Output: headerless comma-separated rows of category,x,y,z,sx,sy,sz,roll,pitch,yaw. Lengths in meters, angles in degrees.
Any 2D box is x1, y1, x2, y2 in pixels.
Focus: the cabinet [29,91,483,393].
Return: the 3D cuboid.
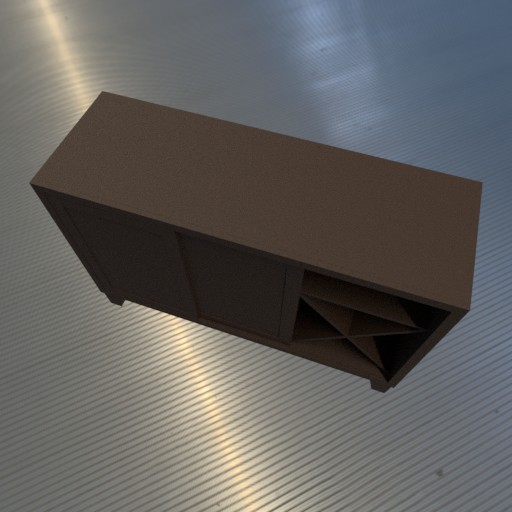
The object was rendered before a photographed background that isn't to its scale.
cabinet,0.000,0.000,1.832,1.396,0.914,0.482,16,60,10
